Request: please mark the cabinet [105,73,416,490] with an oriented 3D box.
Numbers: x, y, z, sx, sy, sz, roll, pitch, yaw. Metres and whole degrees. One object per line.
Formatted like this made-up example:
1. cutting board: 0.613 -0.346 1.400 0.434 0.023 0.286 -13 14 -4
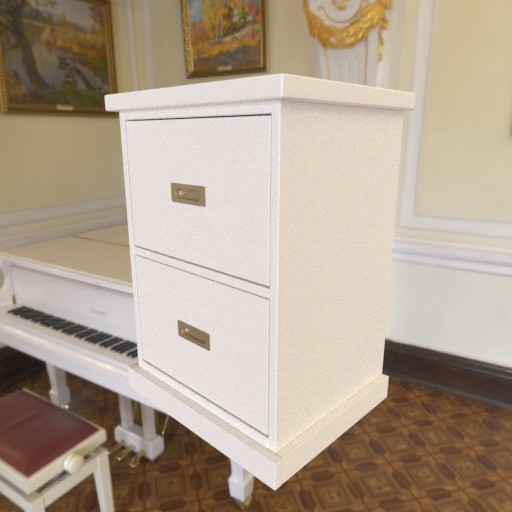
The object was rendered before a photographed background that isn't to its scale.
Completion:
1. cabinet: 0.000 0.000 1.049 0.520 0.723 0.431 14 21 42
